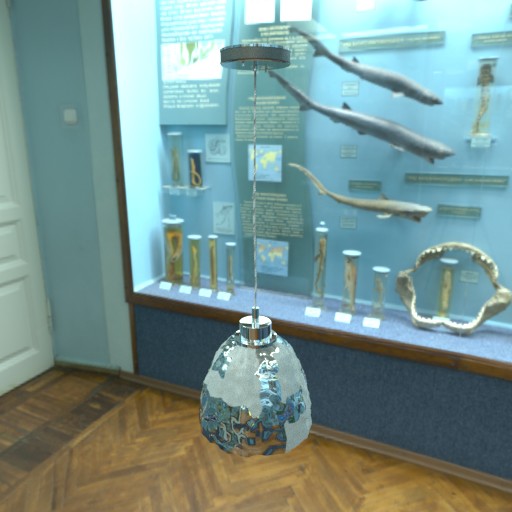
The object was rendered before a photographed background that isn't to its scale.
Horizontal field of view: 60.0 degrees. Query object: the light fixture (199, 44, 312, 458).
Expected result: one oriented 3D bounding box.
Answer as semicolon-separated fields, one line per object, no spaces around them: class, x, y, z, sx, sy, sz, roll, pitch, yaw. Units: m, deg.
light fixture;0.000;0.000;1.773;0.500;1.511;0.496;8;17;26
